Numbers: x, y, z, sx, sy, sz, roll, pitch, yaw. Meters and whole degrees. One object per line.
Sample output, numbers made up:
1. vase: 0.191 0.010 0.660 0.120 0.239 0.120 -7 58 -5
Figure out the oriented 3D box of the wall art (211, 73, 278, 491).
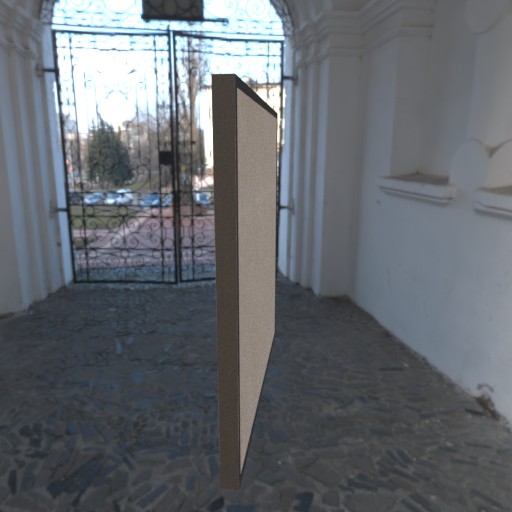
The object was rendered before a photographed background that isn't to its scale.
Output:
1. wall art: 0.000 0.000 1.144 0.038 0.762 0.762 2 13 8
